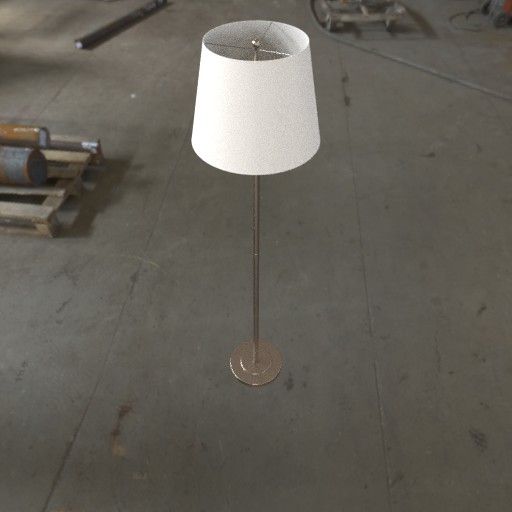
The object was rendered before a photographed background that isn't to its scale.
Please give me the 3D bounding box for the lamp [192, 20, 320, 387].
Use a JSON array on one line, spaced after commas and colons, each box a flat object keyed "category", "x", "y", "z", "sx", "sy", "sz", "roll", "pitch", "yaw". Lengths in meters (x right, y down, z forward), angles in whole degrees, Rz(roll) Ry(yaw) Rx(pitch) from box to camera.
[{"category": "lamp", "x": 0.000, "y": 0.000, "z": 1.575, "sx": 0.355, "sy": 1.473, "sz": 0.355, "roll": 0, "pitch": 46, "yaw": 0}]
